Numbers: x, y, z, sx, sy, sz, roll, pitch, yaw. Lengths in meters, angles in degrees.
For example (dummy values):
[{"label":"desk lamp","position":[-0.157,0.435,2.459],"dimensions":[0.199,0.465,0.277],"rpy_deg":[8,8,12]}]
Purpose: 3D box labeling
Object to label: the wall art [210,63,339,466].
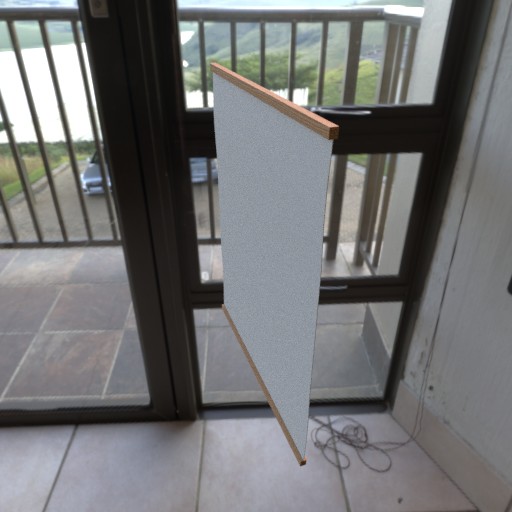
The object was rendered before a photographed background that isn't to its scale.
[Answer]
[{"label":"wall art","position":[0.000,0.000,0.695],"dimensions":[0.010,0.507,0.404],"rpy_deg":[-11,33,-17]}]
